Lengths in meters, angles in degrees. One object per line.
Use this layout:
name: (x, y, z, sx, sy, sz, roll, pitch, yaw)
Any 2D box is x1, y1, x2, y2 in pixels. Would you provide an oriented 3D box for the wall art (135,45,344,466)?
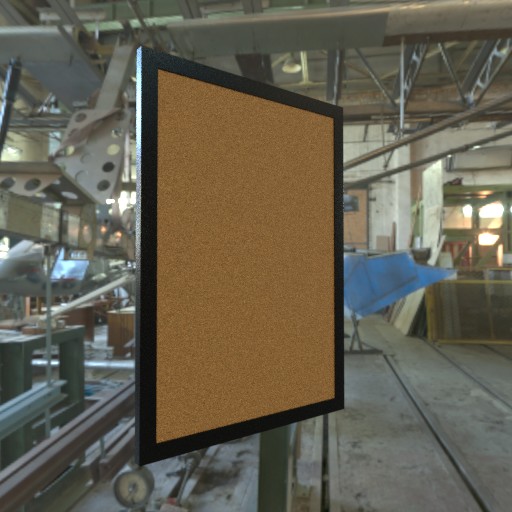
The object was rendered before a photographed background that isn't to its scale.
wall art: (0.000, 0.000, 0.835, 0.462, 0.656, 0.019, 1, -1, -36)
